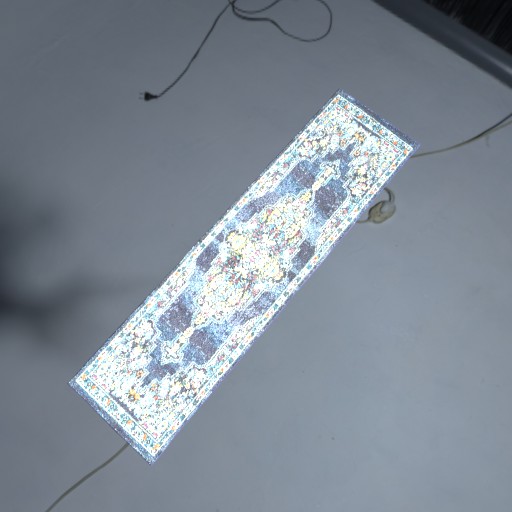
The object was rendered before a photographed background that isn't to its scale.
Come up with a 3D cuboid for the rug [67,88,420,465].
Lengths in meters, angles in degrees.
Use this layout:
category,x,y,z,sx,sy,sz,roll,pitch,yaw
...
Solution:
category,x,y,z,sx,sy,sz,roll,pitch,yaw
rug,0.000,0.000,2.435,0.602,0.016,2.283,40,79,9
